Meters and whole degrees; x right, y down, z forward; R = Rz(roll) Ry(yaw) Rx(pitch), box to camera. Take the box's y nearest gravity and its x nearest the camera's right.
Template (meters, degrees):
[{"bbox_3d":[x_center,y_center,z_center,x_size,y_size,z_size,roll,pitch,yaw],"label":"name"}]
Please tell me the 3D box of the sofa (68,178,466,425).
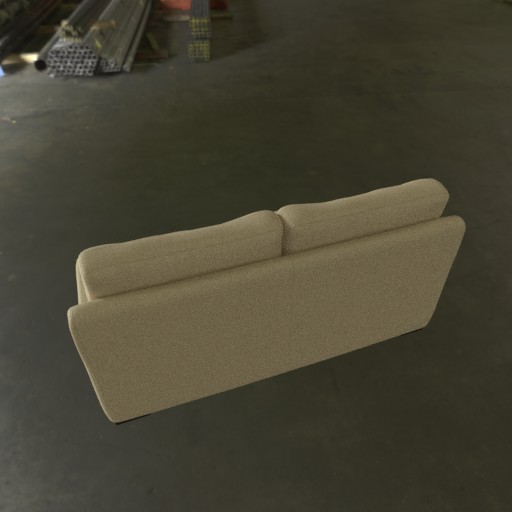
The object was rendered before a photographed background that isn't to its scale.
[{"bbox_3d":[0.000,0.000,2.448,1.885,0.967,0.962,-13,41,-15],"label":"sofa"}]
